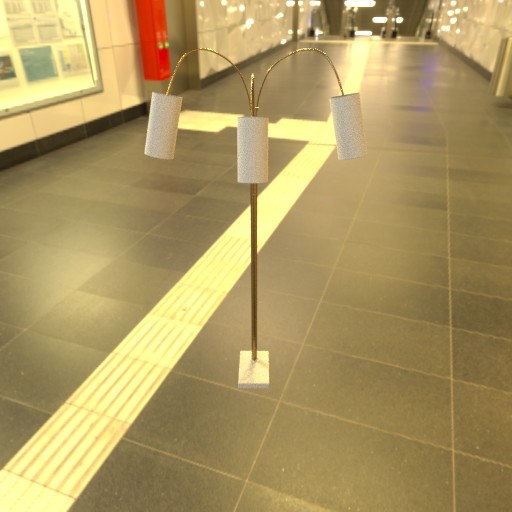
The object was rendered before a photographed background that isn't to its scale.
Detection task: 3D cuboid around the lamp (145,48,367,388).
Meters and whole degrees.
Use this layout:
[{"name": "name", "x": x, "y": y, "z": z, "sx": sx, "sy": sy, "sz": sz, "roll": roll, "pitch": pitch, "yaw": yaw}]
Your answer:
[{"name": "lamp", "x": 0.000, "y": 0.000, "z": 2.426, "sx": 1.020, "sy": 2.055, "sz": 0.667, "roll": 0, "pitch": 30, "yaw": 1}]
